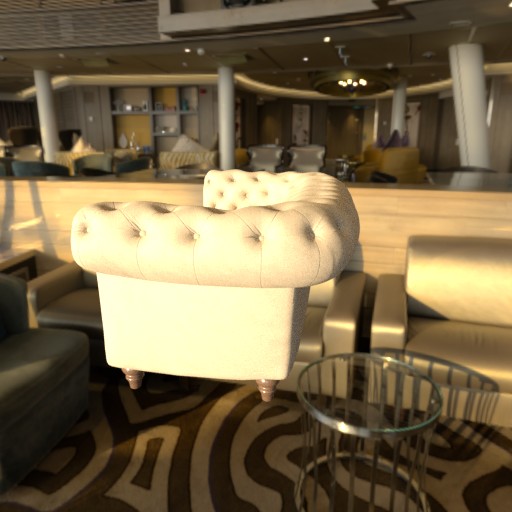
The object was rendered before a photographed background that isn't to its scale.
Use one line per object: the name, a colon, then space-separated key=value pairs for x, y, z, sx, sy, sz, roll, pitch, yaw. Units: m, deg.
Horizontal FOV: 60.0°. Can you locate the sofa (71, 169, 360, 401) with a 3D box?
sofa: x=0.000 y=0.000 z=2.490 sx=1.069 sy=0.835 sz=1.988 roll=2 pitch=15 yaw=9
